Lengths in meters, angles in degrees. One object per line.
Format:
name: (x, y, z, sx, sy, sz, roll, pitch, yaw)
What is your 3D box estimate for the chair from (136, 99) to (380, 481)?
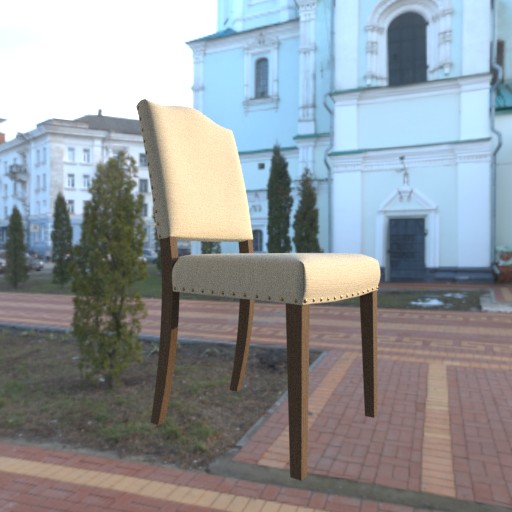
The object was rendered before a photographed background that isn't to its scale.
chair: (0.000, 0.000, 1.374, 0.619, 1.015, 0.508, 0, 1, 35)
